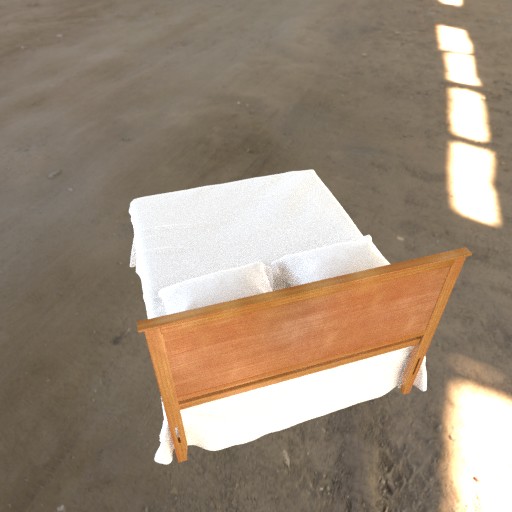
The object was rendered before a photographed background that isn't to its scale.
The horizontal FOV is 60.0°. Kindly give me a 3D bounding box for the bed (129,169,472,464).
[{"bbox_3d":[0.000,0.000,3.163,1.870,1.273,2.035,-12,43,-13],"label":"bed"}]
